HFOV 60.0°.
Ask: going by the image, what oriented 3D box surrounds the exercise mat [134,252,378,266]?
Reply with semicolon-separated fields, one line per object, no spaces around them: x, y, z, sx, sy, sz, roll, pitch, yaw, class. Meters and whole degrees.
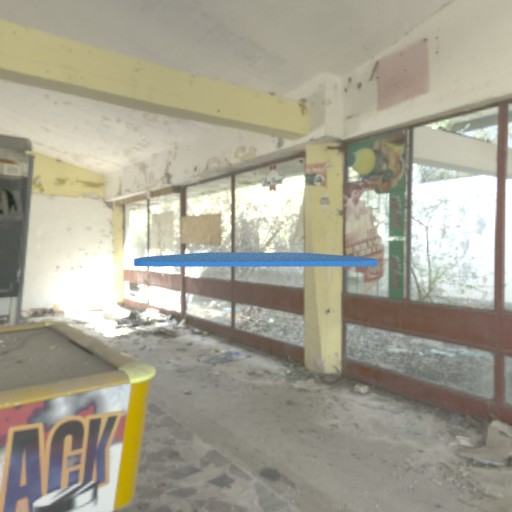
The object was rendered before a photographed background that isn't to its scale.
0.000;0.000;1.995;0.616;0.021;1.869;0;1;0;exercise mat
